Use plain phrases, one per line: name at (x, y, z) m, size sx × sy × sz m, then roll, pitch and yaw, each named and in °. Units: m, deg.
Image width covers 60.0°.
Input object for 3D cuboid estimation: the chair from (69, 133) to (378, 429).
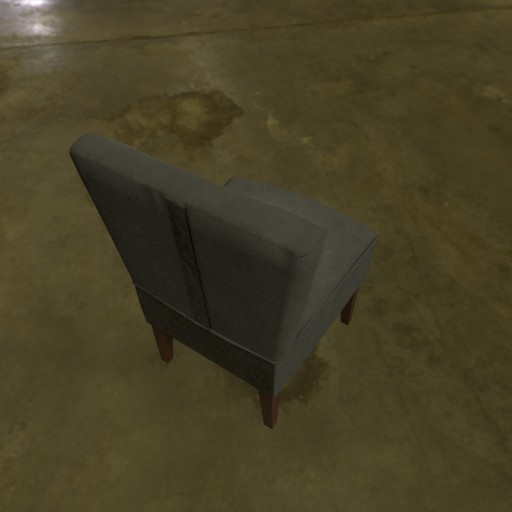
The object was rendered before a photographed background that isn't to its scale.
chair at (0.000, 0.000, 1.183) m, size 0.521 × 0.806 × 0.554 m, roll 25°, pitch 52°, yaw 22°
